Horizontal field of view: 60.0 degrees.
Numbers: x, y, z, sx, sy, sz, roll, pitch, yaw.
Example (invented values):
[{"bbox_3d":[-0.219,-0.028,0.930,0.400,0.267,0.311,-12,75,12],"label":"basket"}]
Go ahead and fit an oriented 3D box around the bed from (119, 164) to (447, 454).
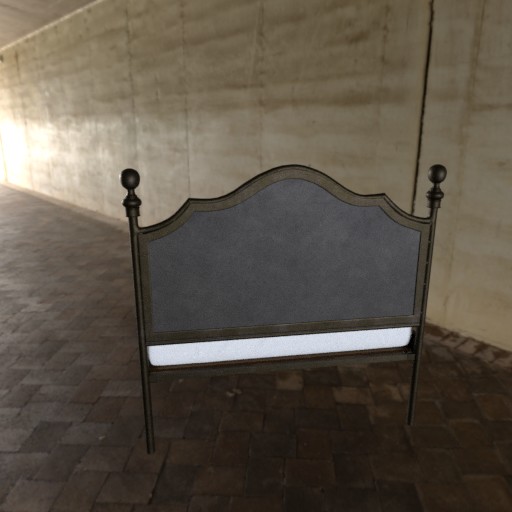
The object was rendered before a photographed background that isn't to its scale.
[{"bbox_3d":[0.000,0.000,3.214,1.533,1.462,2.170,-3,16,-9],"label":"bed"}]
